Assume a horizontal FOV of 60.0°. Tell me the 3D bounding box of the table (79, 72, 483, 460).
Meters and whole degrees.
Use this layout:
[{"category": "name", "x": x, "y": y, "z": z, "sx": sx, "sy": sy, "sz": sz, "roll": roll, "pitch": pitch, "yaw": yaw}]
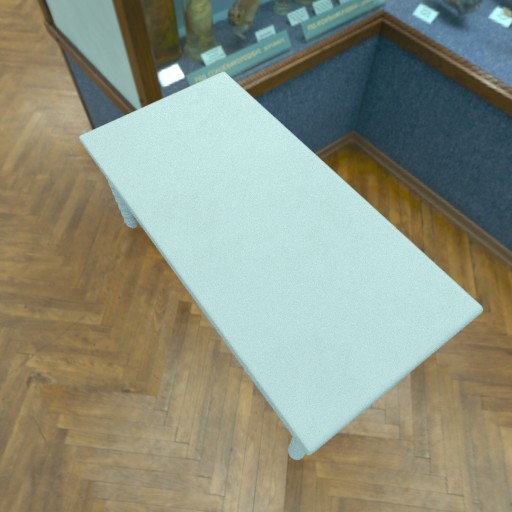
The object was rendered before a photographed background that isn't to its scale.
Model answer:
[{"category": "table", "x": 0.000, "y": 0.000, "z": 1.475, "sx": 0.580, "sy": 0.487, "sz": 1.171, "roll": -32, "pitch": 63, "yaw": -18}]
